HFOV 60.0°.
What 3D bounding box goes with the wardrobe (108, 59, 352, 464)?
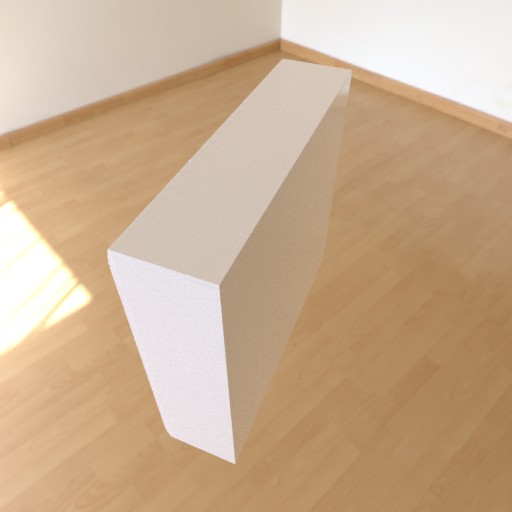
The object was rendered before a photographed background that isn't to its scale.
[{"bbox_3d":[0.000,0.000,1.981,0.360,1.200,1.340,16,48,15],"label":"wardrobe"}]
